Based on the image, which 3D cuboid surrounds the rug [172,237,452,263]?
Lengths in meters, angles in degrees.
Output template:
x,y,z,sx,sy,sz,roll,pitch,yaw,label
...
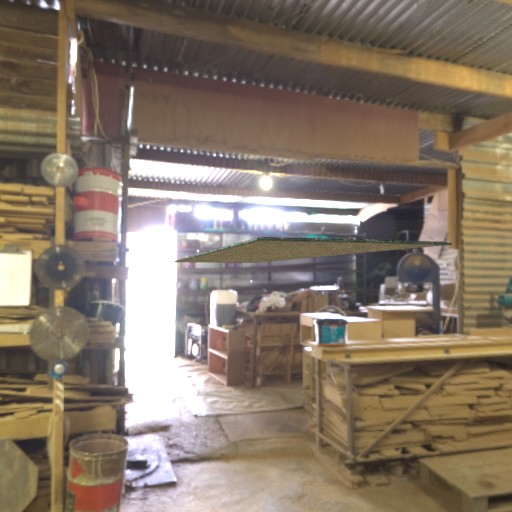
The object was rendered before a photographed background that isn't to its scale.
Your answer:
x,y,z,sx,sy,sz,roll,pitch,yaw,label
0.000,0.000,2.478,0.685,0.014,2.292,1,-3,-17,rug
